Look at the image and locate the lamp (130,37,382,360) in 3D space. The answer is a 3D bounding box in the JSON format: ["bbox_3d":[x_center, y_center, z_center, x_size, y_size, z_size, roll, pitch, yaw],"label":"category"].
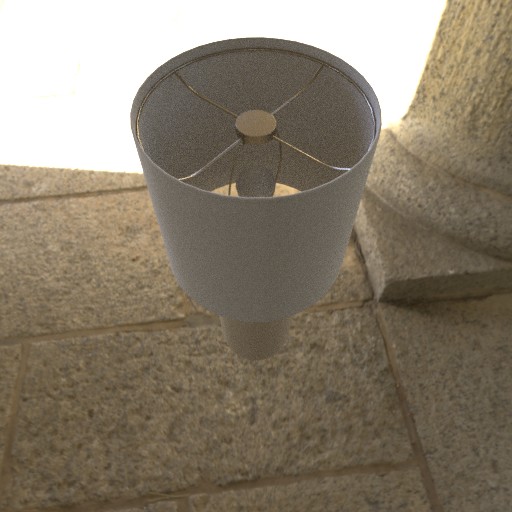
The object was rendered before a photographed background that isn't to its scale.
[{"bbox_3d":[0.000,0.000,0.588,0.220,0.475,0.220,-31,61,-19],"label":"lamp"}]
